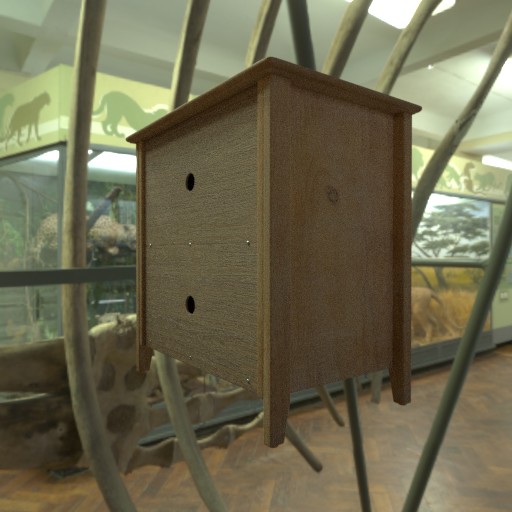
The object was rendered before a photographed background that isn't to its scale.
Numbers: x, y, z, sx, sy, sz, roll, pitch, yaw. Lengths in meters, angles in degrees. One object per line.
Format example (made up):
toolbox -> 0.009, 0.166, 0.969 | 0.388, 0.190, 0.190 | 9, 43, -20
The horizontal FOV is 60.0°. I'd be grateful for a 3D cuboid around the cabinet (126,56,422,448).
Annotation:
cabinet -> 0.000, 0.000, 1.288 | 0.503, 0.762, 0.763 | 0, 1, -36
